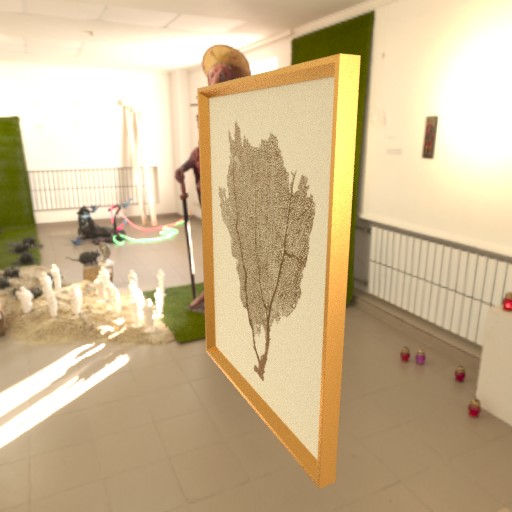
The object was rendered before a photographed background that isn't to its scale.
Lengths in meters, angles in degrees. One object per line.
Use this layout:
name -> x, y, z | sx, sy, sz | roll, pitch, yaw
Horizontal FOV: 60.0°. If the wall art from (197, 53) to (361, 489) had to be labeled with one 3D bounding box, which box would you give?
wall art -> 0.000, 0.000, 1.009 | 0.038, 0.762, 0.610 | -8, 18, -26
